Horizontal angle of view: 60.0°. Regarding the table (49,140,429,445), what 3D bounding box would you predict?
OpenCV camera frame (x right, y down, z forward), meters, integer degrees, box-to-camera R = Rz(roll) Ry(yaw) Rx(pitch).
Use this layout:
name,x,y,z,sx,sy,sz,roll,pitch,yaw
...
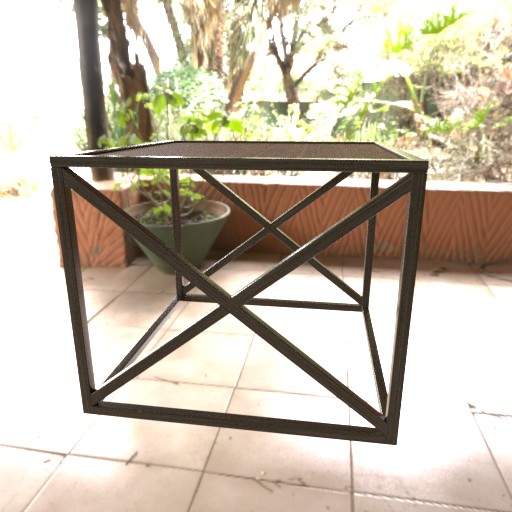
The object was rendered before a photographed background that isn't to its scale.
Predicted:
name,x,y,z,sx,sy,sz,roll,pitch,yaw
table,0.000,0.000,1.061,0.611,0.507,0.609,3,17,8
